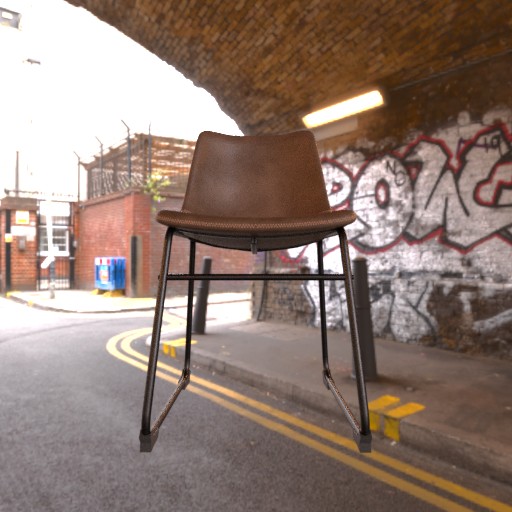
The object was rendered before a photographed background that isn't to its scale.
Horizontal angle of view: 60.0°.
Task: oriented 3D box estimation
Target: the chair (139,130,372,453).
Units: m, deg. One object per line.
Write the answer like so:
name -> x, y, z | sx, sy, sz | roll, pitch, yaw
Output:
chair -> 0.000, 0.000, 1.139 | 0.460, 0.780, 0.551 | 0, 0, 0
